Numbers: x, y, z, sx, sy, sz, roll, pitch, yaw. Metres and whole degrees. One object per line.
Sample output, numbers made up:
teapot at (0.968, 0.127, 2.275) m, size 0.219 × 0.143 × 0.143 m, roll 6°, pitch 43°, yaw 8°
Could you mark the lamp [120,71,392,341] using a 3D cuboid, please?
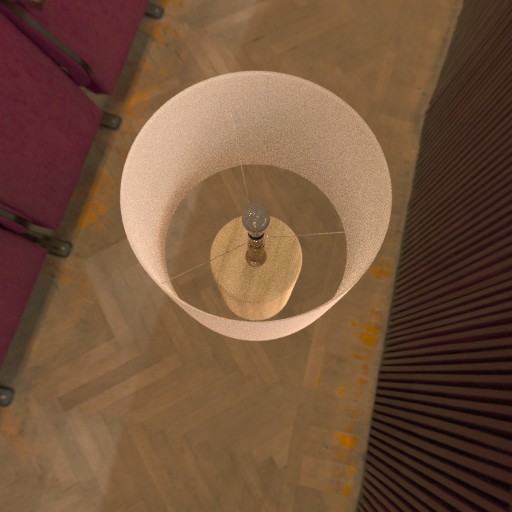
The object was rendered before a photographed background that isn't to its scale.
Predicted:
lamp at (0.000, 0.000, 0.583) m, size 0.228 × 0.444 × 0.228 m, roll 15°, pitch 76°, yaw 4°
